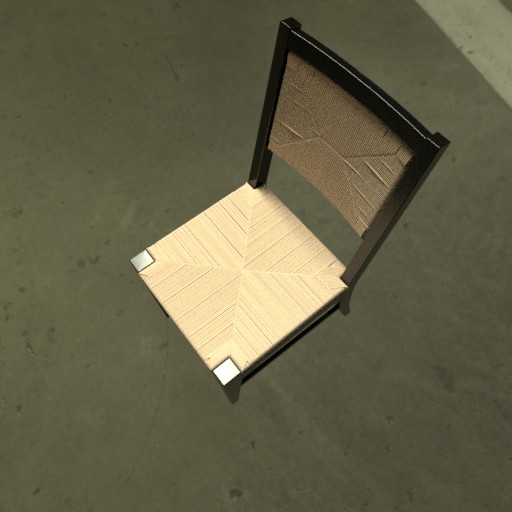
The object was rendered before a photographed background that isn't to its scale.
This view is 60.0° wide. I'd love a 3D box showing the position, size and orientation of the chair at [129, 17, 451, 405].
[{"bbox_3d":[0.000,0.000,1.196,0.552,0.927,0.437,-36,69,-16],"label":"chair"}]
